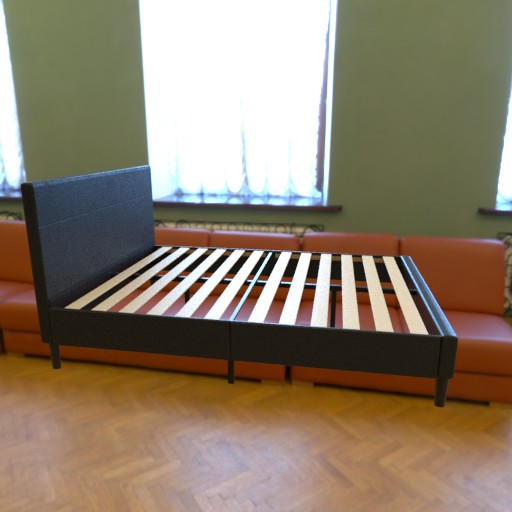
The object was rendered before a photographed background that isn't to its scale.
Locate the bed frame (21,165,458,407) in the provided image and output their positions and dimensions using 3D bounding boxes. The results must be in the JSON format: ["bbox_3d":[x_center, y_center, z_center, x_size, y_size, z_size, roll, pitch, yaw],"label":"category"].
[{"bbox_3d":[0.000,0.000,2.872,2.152,1.046,1.469,3,15,10],"label":"bed frame"}]
